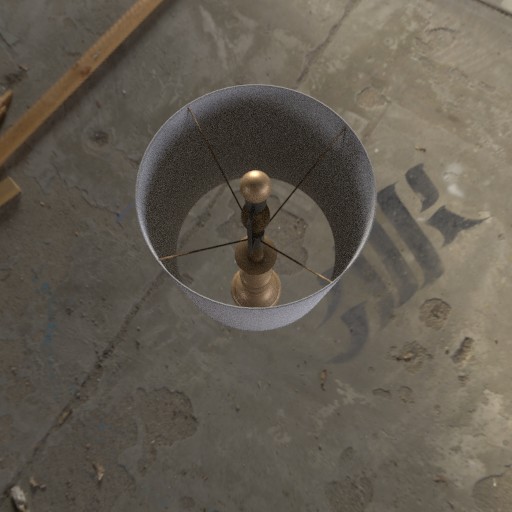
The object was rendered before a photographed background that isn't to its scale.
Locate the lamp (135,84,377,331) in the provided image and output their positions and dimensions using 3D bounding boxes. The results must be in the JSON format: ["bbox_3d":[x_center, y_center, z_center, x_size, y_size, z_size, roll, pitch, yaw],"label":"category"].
[{"bbox_3d":[0.000,0.000,0.727,0.250,0.597,0.250,-36,78,-9],"label":"lamp"}]
